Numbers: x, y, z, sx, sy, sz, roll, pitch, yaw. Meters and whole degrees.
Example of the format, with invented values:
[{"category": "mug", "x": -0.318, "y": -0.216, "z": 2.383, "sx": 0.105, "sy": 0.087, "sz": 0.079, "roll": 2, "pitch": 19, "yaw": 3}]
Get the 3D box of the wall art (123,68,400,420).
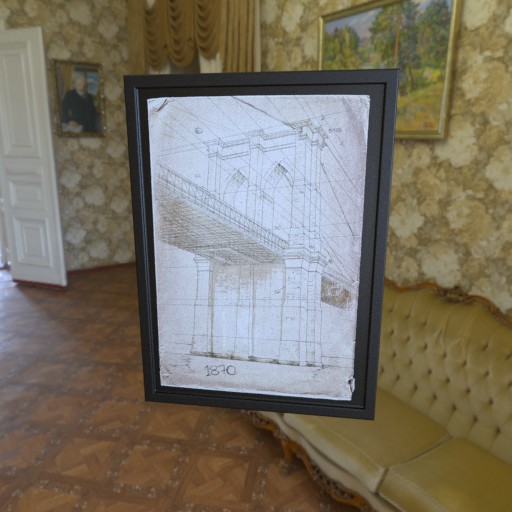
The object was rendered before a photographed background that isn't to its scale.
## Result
[{"category": "wall art", "x": 0.000, "y": 0.000, "z": 0.849, "sx": 0.480, "sy": 0.657, "sz": 0.016, "roll": 2, "pitch": 14, "yaw": 8}]
